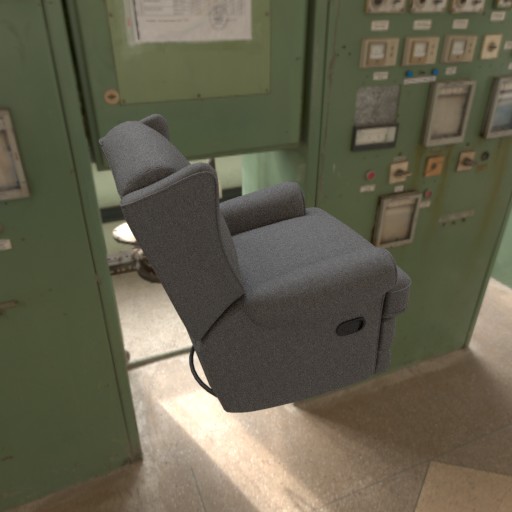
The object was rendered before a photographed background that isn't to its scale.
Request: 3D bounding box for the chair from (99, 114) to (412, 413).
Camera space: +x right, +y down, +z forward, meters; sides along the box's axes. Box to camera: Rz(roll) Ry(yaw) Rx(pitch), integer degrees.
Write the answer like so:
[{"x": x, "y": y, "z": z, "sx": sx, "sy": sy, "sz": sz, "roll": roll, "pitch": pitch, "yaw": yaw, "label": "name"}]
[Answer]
[{"x": 0.000, "y": 0.000, "z": 1.702, "sx": 0.969, "sy": 1.011, "sz": 0.847, "roll": -11, "pitch": 32, "yaw": -19, "label": "chair"}]
